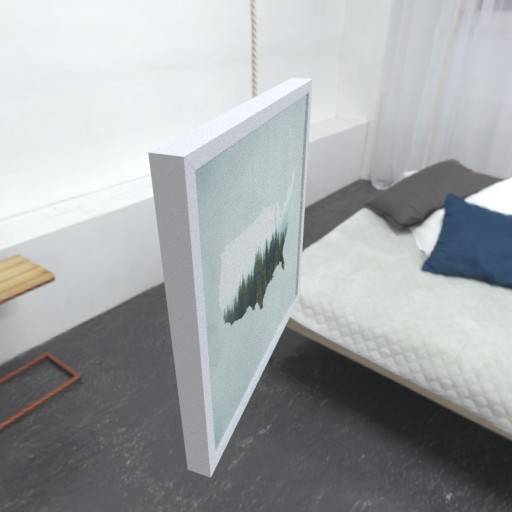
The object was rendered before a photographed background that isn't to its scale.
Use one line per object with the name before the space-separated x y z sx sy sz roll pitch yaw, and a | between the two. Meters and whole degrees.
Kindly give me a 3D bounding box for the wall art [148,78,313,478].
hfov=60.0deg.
wall art | 0.000 0.000 0.770 0.040 0.509 0.509 11 32 18
